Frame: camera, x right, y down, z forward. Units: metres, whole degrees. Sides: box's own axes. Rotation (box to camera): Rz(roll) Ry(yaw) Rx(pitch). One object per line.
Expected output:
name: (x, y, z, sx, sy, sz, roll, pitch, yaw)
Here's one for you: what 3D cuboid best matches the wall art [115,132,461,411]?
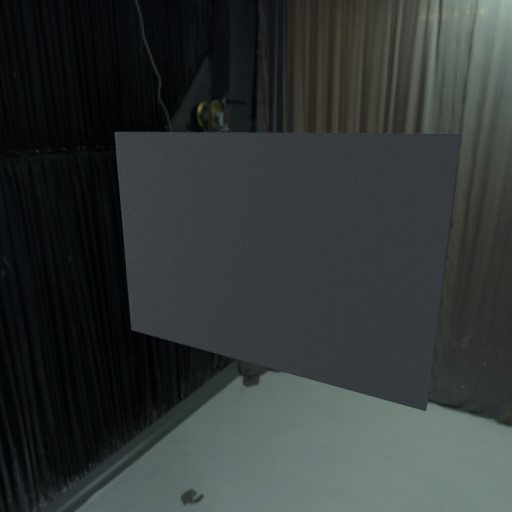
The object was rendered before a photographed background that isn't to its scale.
wall art: (0.000, 0.000, 1.230, 0.964, 0.659, 0.049, 9, 18, 29)
